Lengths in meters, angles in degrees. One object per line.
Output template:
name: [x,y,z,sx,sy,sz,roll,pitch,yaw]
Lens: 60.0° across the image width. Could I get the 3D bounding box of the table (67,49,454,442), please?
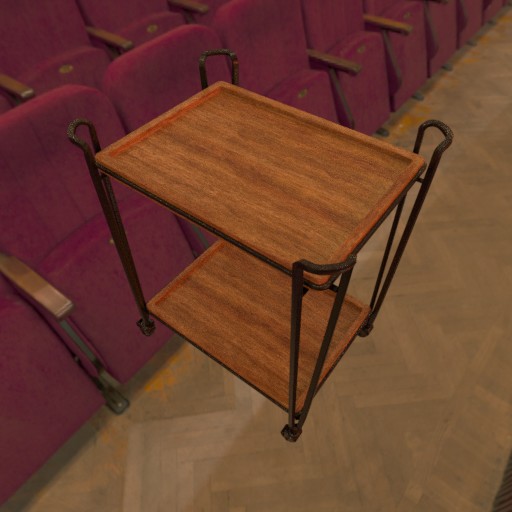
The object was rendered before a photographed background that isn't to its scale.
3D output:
table: [0.000,0.000,1.196,0.672,0.785,0.505,29,54,24]
